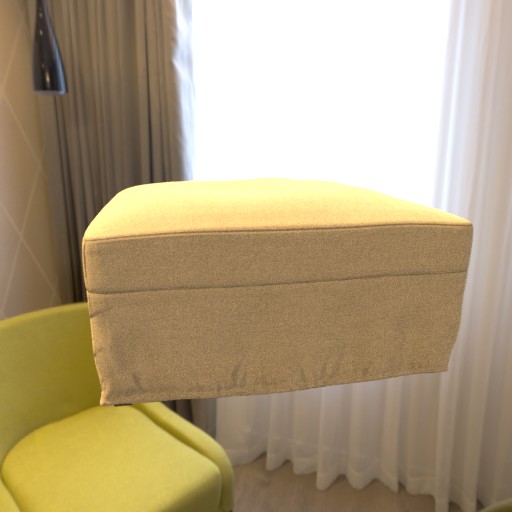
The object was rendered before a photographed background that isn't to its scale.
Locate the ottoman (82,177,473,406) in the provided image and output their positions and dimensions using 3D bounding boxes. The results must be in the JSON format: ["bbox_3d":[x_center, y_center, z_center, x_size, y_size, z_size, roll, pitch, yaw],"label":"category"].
[{"bbox_3d":[0.000,0.000,1.316,0.843,0.436,0.840,-3,15,-11],"label":"ottoman"}]
